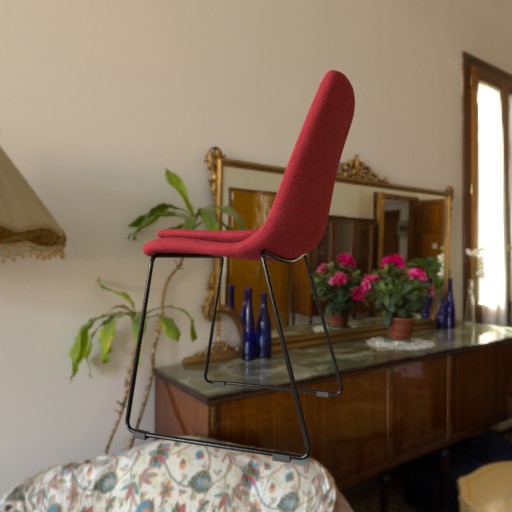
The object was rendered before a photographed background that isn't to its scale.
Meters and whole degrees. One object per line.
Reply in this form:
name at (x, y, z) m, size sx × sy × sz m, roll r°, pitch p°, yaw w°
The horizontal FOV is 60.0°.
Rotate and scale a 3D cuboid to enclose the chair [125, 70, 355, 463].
chair at (0.000, 0.000, 1.193) m, size 0.518 × 0.858 × 0.479 m, roll 0°, pitch 0°, yaw 19°
